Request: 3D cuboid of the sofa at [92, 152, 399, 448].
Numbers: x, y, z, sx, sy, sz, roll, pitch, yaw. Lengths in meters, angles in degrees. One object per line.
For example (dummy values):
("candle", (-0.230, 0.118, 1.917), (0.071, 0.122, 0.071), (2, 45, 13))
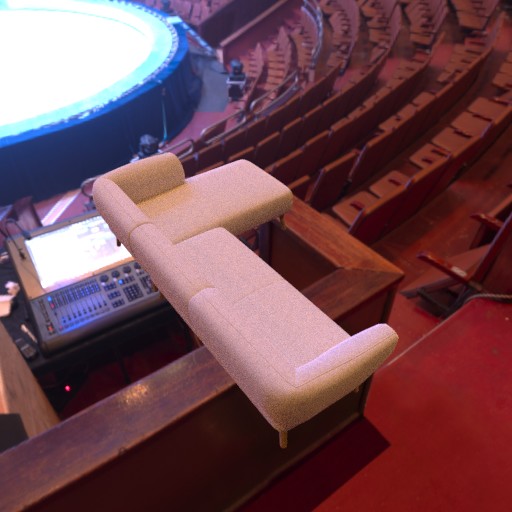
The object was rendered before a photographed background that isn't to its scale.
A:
("sofa", (0.000, 0.000, 3.440), (1.610, 0.730, 2.660), (-26, 47, -27))
